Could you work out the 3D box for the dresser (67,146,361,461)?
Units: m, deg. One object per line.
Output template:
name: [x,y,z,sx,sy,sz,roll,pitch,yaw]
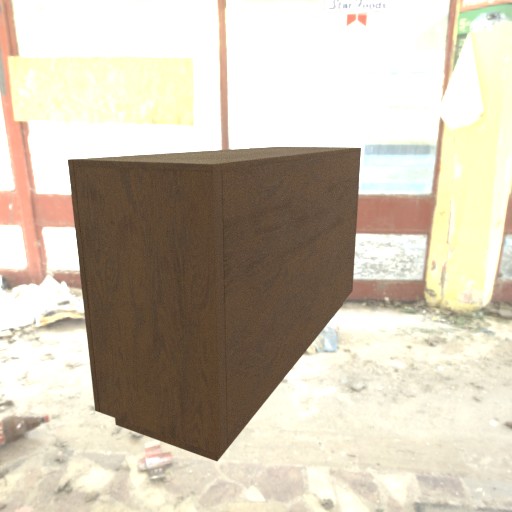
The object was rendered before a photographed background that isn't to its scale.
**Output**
dresser: [0.000,0.000,1.934,0.512,0.889,1.523,7,17,25]
